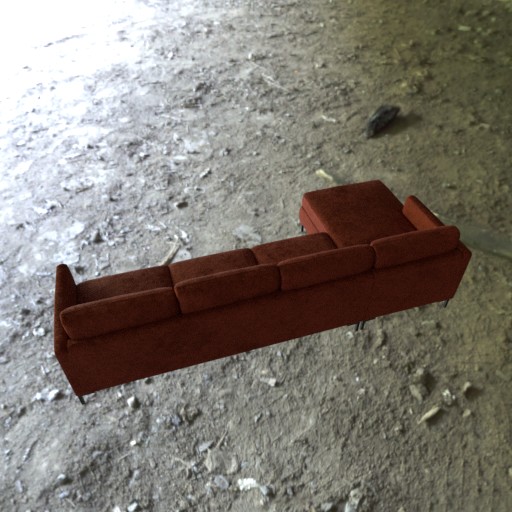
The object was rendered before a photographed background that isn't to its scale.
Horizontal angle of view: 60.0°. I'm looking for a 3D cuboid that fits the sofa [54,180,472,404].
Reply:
[{"bbox_3d":[0.000,0.000,2.935,2.467,0.663,1.136,-12,44,-13],"label":"sofa"}]
